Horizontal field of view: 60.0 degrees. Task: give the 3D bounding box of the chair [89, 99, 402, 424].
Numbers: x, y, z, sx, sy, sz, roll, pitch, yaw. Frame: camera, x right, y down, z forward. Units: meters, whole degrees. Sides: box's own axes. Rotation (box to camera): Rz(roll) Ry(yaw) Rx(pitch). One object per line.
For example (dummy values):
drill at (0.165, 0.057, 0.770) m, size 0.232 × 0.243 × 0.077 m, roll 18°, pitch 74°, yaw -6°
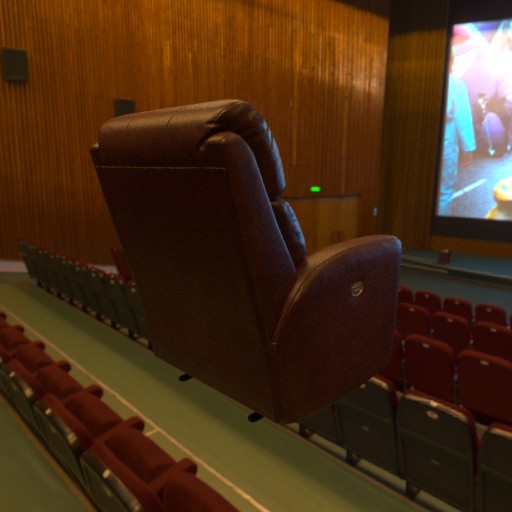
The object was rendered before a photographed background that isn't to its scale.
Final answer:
chair at (0.000, 0.000, 1.690) m, size 0.939 × 1.016 × 0.787 m, roll -11°, pitch 16°, yaw -44°
